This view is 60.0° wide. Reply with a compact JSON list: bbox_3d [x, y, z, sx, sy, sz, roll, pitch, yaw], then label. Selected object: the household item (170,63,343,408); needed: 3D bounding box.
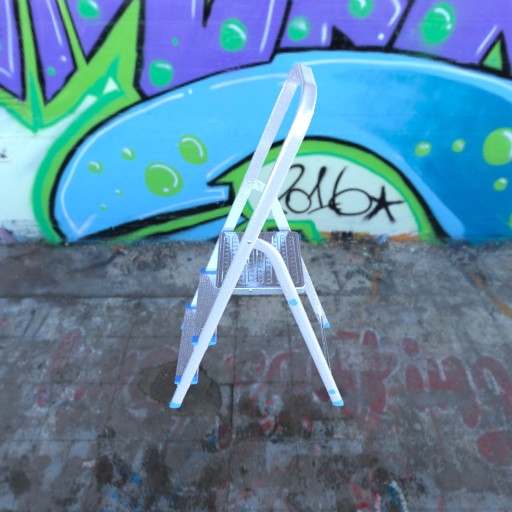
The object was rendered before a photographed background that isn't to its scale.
[{"bbox_3d":[0.000,0.000,1.505,0.687,1.215,0.420,0,41,-1],"label":"household item"}]
